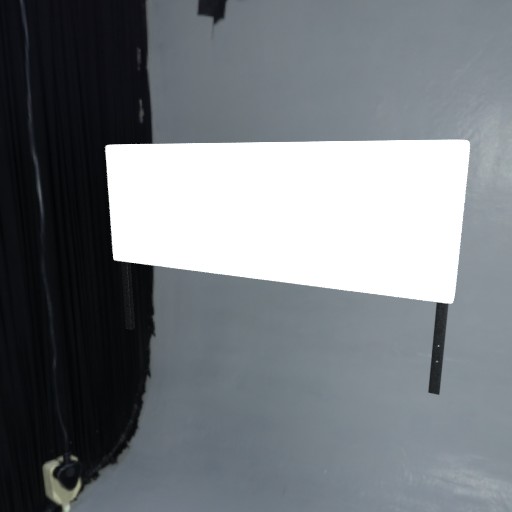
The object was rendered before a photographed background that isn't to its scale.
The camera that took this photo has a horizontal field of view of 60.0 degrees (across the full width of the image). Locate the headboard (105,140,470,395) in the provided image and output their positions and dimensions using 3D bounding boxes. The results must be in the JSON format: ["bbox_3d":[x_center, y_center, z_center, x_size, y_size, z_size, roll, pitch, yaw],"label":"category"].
[{"bbox_3d":[0.000,0.000,2.851,2.362,1.410,0.120,6,14,25],"label":"headboard"}]
